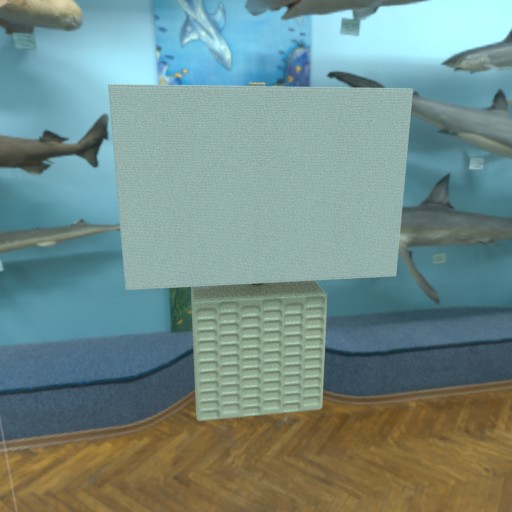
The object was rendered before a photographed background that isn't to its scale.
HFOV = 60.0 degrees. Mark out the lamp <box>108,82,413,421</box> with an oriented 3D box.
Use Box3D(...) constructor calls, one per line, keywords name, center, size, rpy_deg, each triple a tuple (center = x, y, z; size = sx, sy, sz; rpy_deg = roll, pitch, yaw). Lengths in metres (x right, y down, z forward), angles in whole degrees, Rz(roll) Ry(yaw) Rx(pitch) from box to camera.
Box3D(name="lamp", center=(0.000, 0.000, 0.705), size=(0.380, 0.515, 0.200), rpy_deg=(-2, 16, -8))
